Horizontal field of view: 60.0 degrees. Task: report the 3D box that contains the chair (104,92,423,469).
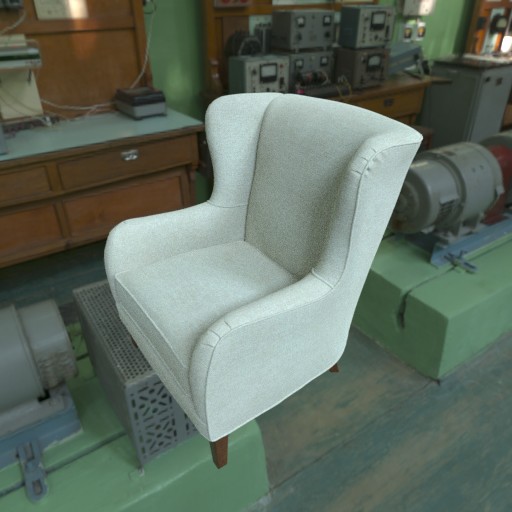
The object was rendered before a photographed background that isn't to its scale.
[{"bbox_3d":[0.000,0.000,1.722,0.966,1.040,0.838,-21,38,-29],"label":"chair"}]
